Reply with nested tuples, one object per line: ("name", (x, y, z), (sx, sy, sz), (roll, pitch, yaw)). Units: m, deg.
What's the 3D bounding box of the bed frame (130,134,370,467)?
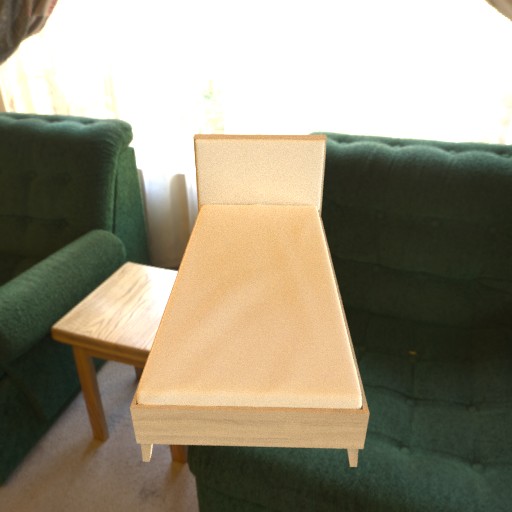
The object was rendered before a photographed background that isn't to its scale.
("bed frame", (0.000, 0.000, 2.645), (0.990, 0.920, 2.140), (1, 29, 1))
